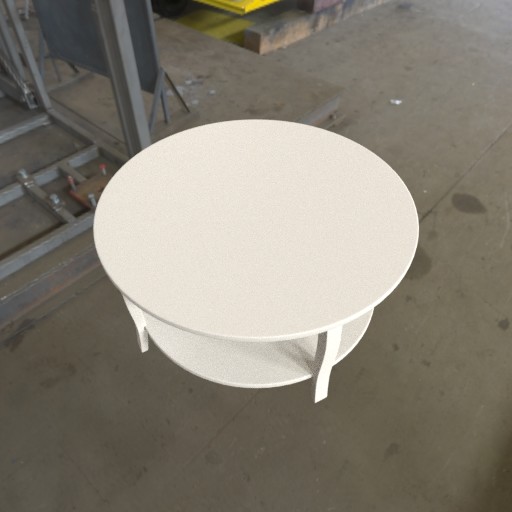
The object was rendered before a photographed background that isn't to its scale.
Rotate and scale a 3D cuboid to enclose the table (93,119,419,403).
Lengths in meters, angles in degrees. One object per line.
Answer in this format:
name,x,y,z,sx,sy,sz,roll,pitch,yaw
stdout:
table,0.000,0.000,1.442,0.910,0.457,0.910,0,47,0
